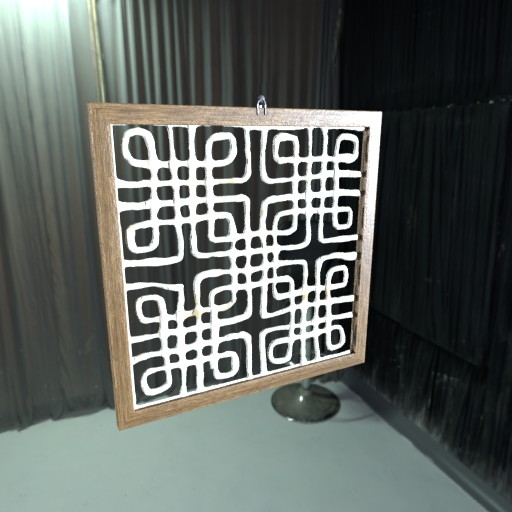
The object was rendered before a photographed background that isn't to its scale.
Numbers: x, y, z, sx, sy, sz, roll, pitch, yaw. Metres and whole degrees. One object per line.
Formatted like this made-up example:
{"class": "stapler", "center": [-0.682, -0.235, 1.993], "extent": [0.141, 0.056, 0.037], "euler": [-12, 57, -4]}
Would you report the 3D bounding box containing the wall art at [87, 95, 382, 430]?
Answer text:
{"class": "wall art", "center": [0.000, 0.000, 0.850], "extent": [0.561, 0.582, 0.021], "euler": [-7, 17, -26]}
